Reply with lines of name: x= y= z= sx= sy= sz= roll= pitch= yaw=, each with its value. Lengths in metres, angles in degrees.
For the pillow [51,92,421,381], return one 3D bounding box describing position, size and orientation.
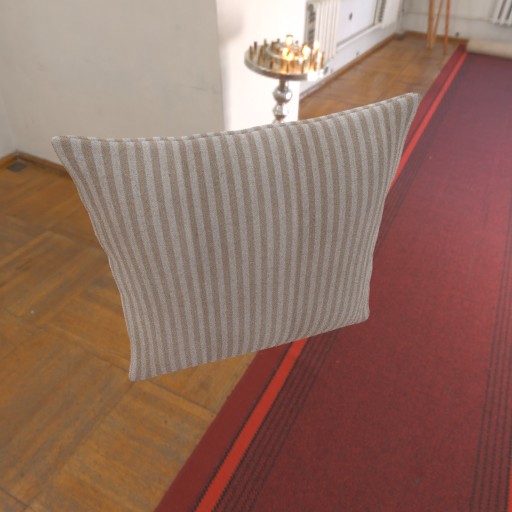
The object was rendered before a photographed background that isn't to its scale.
pillow: x=0.000 y=0.000 z=0.761 sx=0.523 sy=0.510 sz=0.166 roll=-12 pitch=41 yaw=-13
